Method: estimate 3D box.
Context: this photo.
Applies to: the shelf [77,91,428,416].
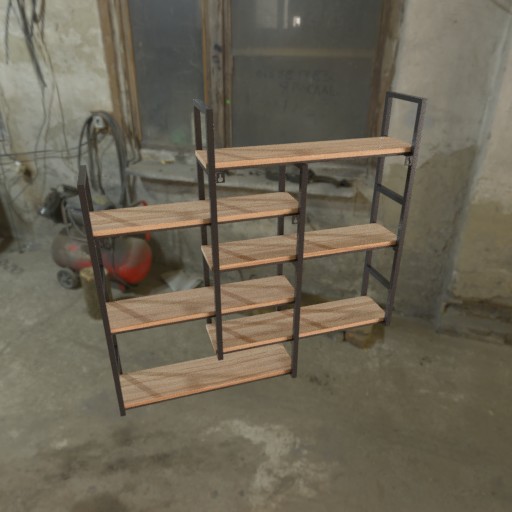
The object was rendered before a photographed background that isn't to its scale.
[{"bbox_3d":[0.000,0.000,1.386,0.946,0.921,0.183,-8,28,-15],"label":"shelf"}]
